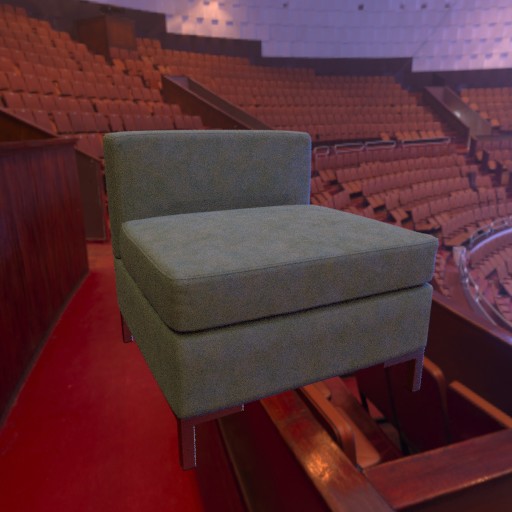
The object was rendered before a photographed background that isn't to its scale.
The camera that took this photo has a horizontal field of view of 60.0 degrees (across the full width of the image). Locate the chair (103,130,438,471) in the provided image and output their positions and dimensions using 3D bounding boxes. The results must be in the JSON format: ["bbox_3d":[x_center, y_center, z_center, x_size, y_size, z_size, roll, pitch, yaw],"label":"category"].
[{"bbox_3d":[0.000,0.000,1.214,0.684,0.660,0.685,-8,18,-25],"label":"chair"}]
